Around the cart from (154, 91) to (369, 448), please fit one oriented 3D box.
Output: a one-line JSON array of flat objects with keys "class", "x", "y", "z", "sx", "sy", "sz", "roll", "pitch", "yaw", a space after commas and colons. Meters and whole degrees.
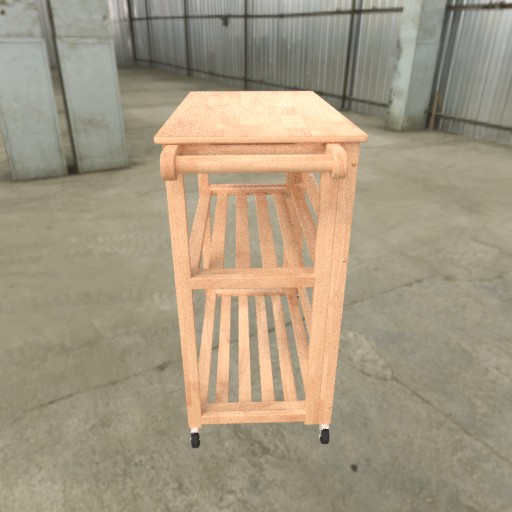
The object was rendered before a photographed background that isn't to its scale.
[{"class": "cart", "x": 0.000, "y": 0.000, "z": 1.383, "sx": 0.432, "sy": 0.879, "sz": 0.853, "roll": -1, "pitch": 27, "yaw": -2}]
